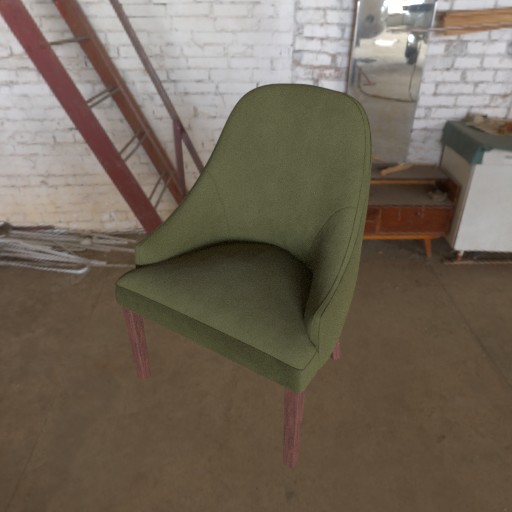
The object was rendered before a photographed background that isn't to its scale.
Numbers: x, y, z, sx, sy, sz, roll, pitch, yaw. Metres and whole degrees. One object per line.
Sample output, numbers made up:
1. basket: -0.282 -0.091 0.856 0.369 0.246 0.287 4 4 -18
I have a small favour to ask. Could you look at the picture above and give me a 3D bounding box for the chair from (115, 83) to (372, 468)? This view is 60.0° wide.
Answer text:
1. chair: 0.000 0.000 1.317 0.643 0.889 0.575 19 36 28
